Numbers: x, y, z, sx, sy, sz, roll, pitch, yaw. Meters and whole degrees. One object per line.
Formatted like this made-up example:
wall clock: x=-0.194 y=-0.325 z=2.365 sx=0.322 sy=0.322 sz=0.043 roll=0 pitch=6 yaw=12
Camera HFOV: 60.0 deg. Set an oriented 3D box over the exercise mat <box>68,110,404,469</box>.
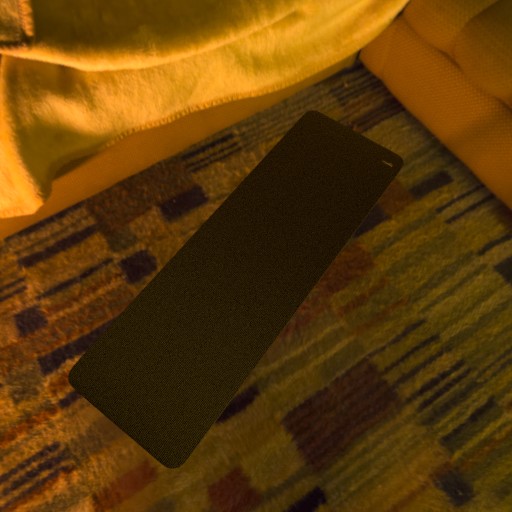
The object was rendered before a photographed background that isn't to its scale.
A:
exercise mat: x=0.000 y=0.000 z=2.091 sx=0.616 sy=0.021 sz=1.869 roll=34 pitch=68 yaw=15
